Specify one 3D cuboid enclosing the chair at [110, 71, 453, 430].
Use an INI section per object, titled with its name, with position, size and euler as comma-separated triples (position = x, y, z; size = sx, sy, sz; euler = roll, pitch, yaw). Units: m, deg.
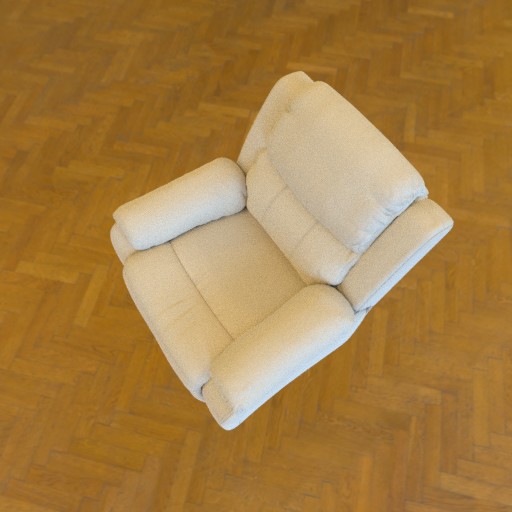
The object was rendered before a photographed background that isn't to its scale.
[chair]
position = 0.000, 0.000, 1.259
size = 0.709, 0.702, 0.680
euler = -31, 67, -14
